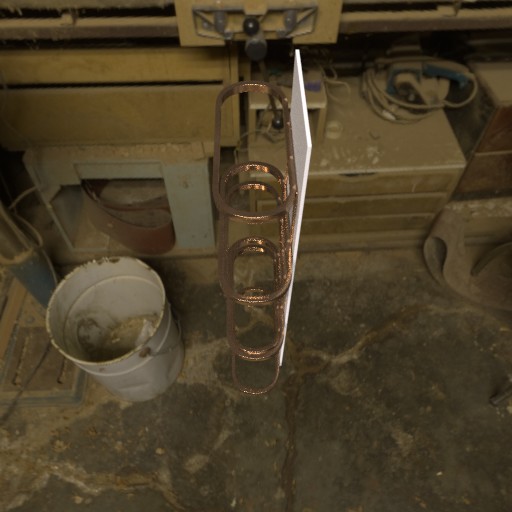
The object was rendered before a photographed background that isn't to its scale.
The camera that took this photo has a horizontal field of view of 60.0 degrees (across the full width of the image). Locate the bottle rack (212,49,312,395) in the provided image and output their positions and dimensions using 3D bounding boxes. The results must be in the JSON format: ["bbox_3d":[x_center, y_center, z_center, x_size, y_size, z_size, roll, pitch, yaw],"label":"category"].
[{"bbox_3d":[0.000,0.000,0.829,0.118,0.709,0.332,-1,57,-1],"label":"bottle rack"}]
